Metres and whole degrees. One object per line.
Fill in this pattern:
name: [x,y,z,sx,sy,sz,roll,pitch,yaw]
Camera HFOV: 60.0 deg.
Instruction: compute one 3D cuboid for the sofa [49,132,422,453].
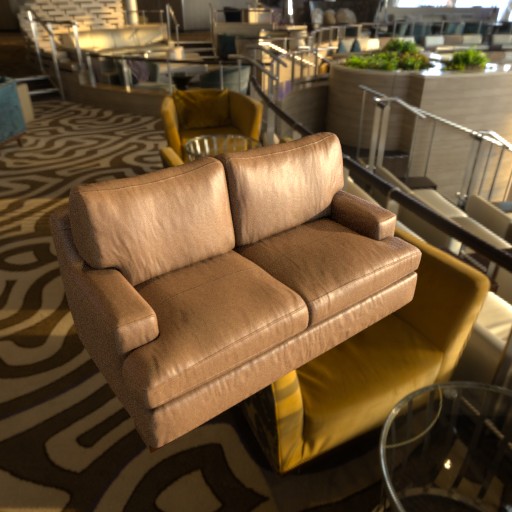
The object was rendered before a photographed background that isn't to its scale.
sofa: [0.000,0.000,2.446,1.855,0.980,0.962,-21,36,-32]
